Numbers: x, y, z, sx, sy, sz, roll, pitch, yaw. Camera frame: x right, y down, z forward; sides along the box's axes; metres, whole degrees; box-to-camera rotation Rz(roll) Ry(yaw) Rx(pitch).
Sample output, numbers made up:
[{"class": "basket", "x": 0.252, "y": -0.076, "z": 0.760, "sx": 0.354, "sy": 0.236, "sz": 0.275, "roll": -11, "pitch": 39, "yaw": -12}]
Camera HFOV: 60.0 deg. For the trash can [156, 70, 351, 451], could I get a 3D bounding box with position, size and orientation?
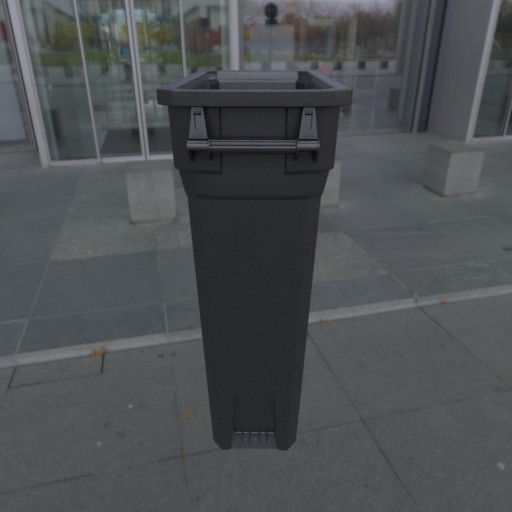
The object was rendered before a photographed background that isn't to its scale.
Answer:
[{"class": "trash can", "x": 0.000, "y": 0.000, "z": 1.018, "sx": 0.281, "sy": 0.762, "sz": 0.559, "roll": 0, "pitch": 25, "yaw": 1}]
